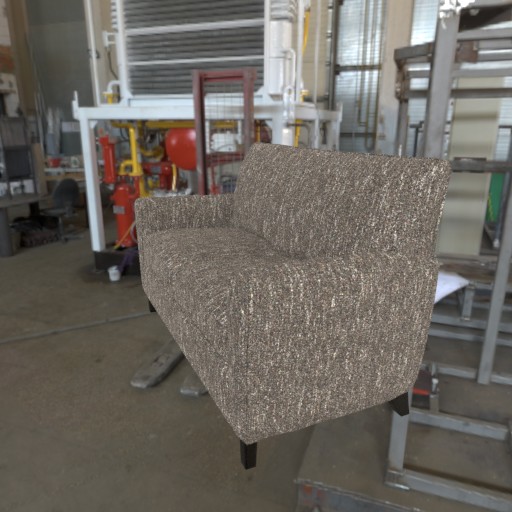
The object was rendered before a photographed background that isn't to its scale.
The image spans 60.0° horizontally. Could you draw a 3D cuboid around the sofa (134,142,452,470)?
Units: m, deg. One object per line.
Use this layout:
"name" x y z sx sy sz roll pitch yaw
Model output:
"sofa" 0.000 0.000 2.014 0.801 0.946 1.519 -8 18 -24
